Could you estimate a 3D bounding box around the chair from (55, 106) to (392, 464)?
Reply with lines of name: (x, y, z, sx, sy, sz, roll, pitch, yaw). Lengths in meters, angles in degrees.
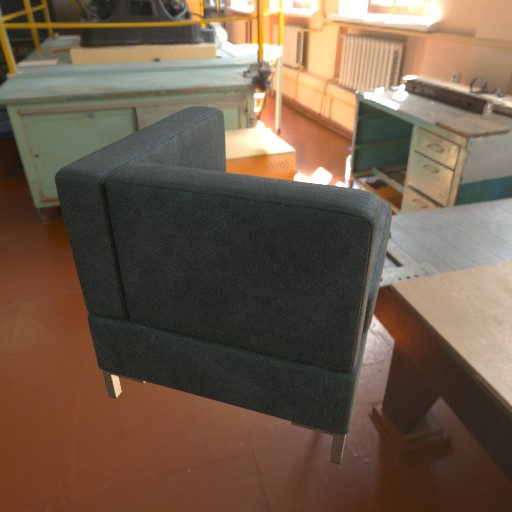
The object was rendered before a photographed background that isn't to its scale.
chair: (0.000, 0.000, 1.225, 0.680, 0.660, 0.680, 10, 32, 16)
